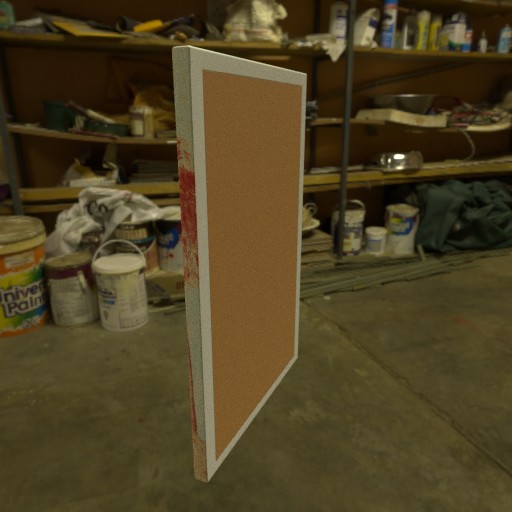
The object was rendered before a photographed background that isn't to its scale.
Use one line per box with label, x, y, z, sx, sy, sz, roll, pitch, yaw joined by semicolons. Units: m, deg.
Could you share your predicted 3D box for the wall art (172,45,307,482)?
wall art;0.000;0.000;1.143;0.037;0.915;0.605;8;19;24
